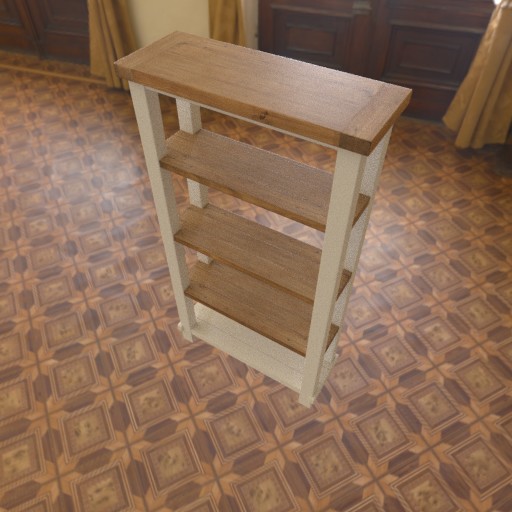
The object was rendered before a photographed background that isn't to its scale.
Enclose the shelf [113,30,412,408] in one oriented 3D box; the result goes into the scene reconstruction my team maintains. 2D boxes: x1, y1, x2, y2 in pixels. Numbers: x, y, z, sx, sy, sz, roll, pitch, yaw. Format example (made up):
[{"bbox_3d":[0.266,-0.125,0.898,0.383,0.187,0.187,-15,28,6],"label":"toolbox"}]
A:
[{"bbox_3d":[0.000,0.000,2.265,1.022,1.878,0.381,24,51,21],"label":"shelf"}]
